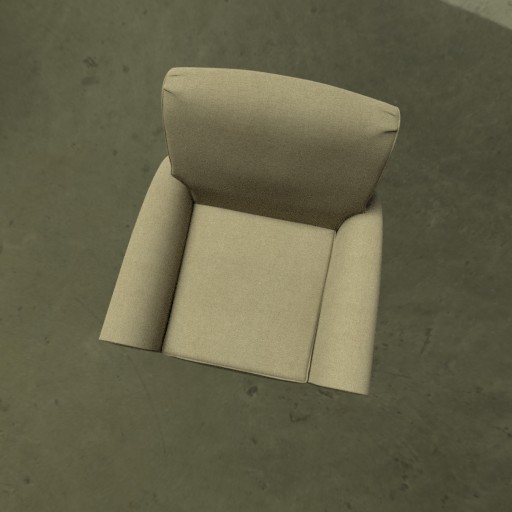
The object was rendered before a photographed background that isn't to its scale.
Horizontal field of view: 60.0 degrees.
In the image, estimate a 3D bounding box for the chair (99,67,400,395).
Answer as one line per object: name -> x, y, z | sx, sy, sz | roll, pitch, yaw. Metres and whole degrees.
chair -> 0.000, 0.000, 1.736 | 0.978, 1.061, 0.905 | 11, 76, 3
